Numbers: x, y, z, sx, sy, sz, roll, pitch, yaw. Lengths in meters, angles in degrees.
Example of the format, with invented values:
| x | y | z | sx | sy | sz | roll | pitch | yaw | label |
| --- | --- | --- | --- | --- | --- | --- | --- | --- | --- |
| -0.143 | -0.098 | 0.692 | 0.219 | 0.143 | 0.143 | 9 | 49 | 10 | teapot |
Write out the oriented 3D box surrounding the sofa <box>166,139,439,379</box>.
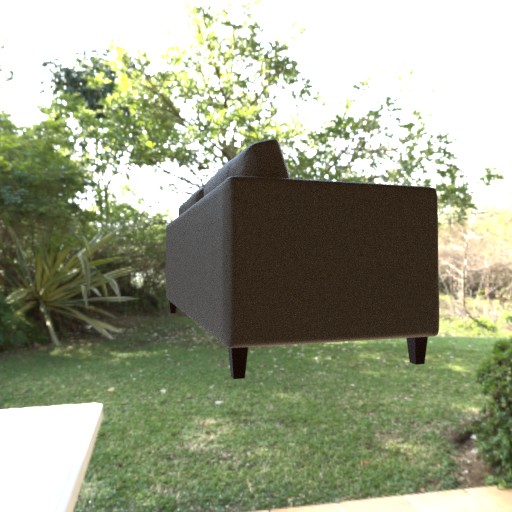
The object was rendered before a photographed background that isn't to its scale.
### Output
| x | y | z | sx | sy | sz | roll | pitch | yaw | label |
| --- | --- | --- | --- | --- | --- | --- | --- | --- | --- |
| 0.000 | 0.000 | 2.894 | 0.951 | 0.965 | 2.434 | 0 | -1 | -17 | sofa |
